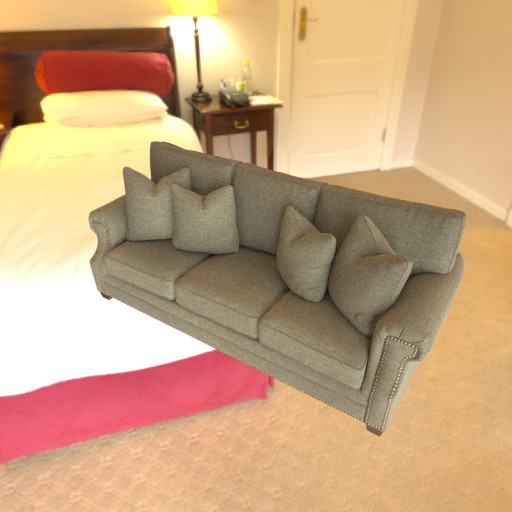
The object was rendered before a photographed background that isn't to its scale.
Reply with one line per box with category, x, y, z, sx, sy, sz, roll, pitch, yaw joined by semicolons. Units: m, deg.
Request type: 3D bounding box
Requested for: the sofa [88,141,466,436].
sofa;0.000;0.000;2.792;2.312;0.975;0.965;19;37;28
